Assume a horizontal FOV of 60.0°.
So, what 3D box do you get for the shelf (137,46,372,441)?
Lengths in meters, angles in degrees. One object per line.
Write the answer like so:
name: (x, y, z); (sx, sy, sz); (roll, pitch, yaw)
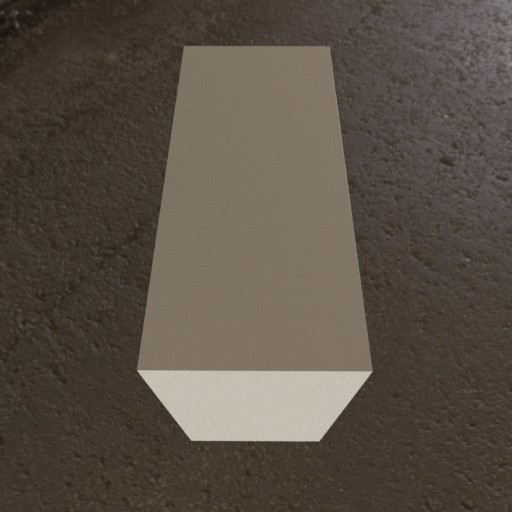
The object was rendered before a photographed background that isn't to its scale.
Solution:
shelf: (0.000, 0.000, 1.289); (0.396, 0.732, 0.895); (0, 59, 0)
